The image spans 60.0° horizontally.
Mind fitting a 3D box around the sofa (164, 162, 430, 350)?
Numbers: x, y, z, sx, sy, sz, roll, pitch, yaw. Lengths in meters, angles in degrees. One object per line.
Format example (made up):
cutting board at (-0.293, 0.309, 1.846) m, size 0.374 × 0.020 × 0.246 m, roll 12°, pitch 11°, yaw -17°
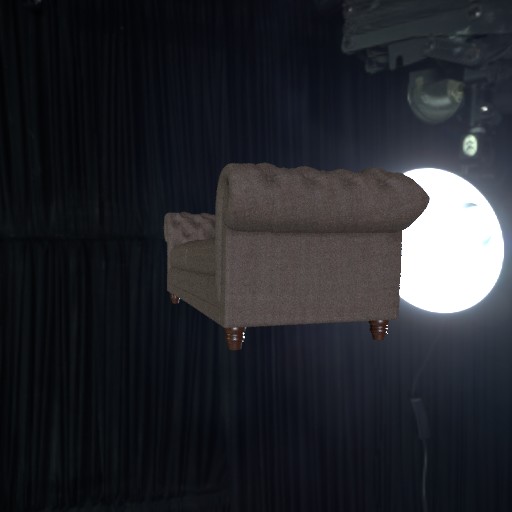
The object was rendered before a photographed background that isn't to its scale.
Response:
sofa at (0.000, 0.000, 2.879) m, size 0.944 × 0.787 × 2.385 m, roll 0°, pitch 0°, yaw -18°
